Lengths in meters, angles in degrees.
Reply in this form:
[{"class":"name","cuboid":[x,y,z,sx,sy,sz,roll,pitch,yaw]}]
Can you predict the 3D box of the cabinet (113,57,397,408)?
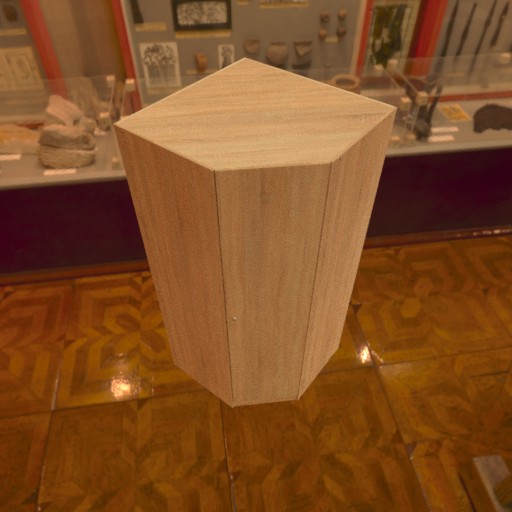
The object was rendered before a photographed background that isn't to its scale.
[{"class":"cabinet","cuboid":[0.000,0.000,2.900,1.327,2.120,1.094,-5,46,-5]}]
